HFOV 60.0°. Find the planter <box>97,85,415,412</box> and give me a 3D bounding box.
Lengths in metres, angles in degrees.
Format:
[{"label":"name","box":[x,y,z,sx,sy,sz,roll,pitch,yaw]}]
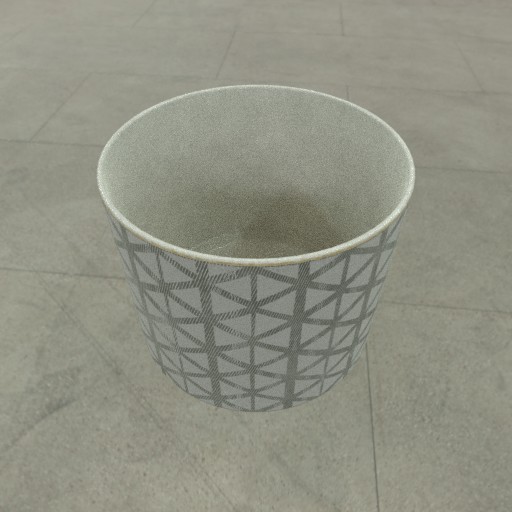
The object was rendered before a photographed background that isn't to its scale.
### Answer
[{"label":"planter","box":[0.000,0.000,0.442,0.250,0.239,0.250,0,45,0]}]
